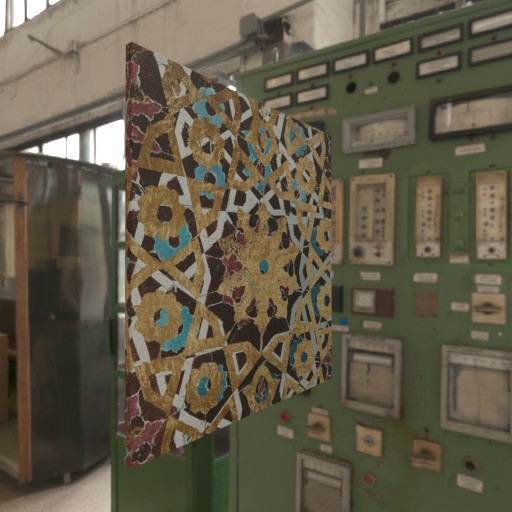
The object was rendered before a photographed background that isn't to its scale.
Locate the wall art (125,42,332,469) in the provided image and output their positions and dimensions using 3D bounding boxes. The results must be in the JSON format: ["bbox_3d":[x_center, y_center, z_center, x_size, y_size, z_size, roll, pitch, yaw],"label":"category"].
[{"bbox_3d":[0.000,0.000,0.585,0.010,0.406,0.404,0,-1,37],"label":"wall art"}]
